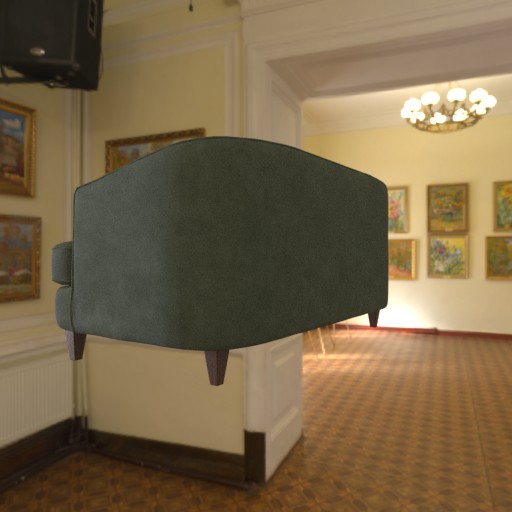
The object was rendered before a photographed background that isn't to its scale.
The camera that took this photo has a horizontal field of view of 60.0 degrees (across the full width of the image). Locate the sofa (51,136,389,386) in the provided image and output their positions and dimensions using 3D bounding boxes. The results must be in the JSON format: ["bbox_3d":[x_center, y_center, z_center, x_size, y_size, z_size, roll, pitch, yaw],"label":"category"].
[{"bbox_3d":[0.000,0.000,2.277,0.941,0.855,1.733,0,1,36],"label":"sofa"}]
